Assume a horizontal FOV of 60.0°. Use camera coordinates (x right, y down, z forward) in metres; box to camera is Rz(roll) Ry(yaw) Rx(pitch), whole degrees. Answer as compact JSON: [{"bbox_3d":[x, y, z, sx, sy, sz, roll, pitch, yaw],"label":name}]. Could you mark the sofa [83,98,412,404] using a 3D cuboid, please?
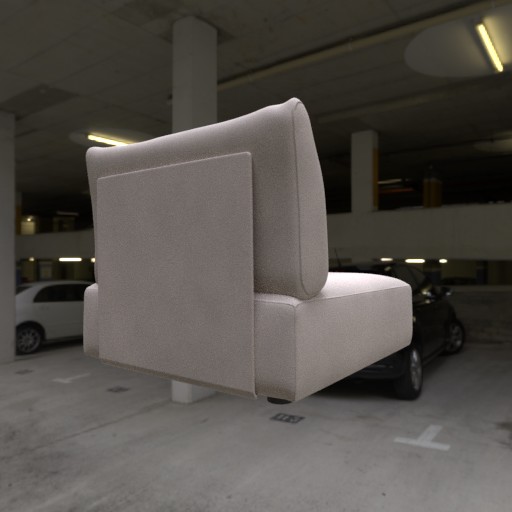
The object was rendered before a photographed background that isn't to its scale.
[{"bbox_3d":[0.000,0.000,1.791,1.000,0.820,1.000,0,0,36],"label":"sofa"}]
